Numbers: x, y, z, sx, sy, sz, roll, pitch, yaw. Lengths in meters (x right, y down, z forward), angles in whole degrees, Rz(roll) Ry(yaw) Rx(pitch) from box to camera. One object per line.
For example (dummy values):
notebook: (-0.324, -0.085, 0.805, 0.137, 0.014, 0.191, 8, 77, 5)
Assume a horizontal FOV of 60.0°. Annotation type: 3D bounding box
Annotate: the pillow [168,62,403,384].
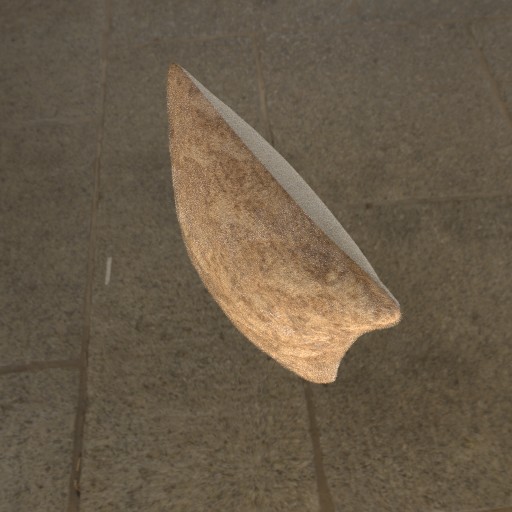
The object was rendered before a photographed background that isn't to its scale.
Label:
pillow: (0.000, 0.000, 0.842, 0.216, 0.525, 0.538, -32, 68, -15)
